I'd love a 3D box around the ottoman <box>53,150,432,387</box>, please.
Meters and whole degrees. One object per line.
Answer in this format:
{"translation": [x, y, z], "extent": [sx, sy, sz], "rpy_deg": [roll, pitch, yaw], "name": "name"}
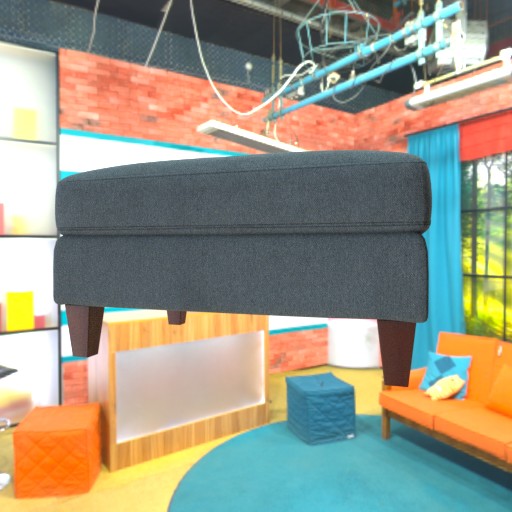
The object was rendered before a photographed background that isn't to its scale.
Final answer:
{"translation": [0.000, 0.000, 1.192], "extent": [0.864, 0.483, 0.584], "rpy_deg": [0, 1, 18], "name": "ottoman"}
